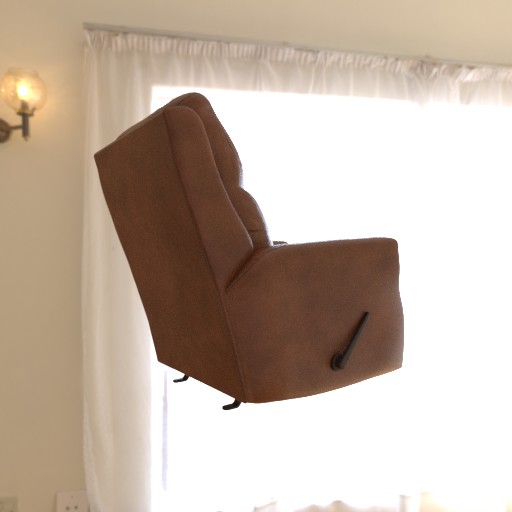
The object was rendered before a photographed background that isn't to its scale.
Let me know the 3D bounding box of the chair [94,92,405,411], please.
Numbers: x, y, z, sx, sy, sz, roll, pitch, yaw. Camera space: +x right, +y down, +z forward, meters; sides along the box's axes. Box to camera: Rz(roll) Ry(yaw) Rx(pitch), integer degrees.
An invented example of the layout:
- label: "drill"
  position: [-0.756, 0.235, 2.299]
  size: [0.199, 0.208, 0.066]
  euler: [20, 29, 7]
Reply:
- label: "chair"
  position: [0.000, 0.000, 1.766]
  size: [1.072, 1.016, 0.821]
  euler: [0, 0, -36]
